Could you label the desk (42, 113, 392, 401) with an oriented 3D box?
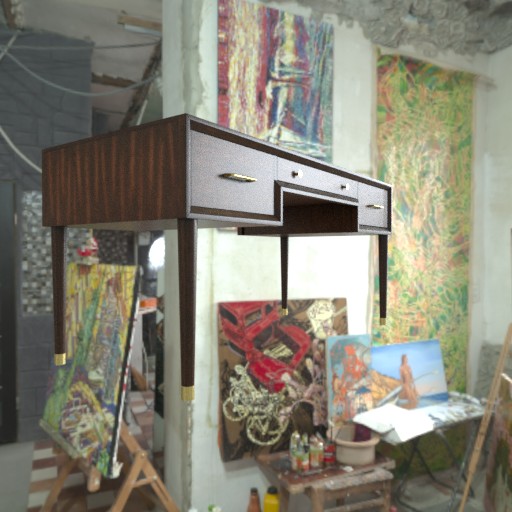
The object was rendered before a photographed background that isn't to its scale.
[{"bbox_3d":[0.000,0.000,1.992,0.724,0.762,1.575,1,1,36],"label":"desk"}]
